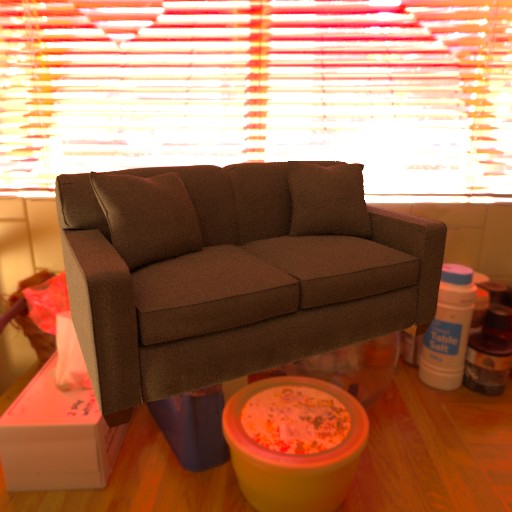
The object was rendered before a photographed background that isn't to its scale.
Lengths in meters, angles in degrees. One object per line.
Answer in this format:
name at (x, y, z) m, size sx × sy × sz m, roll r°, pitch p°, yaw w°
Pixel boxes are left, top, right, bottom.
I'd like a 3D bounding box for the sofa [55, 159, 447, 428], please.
sofa at (0.000, 0.000, 2.384) m, size 1.846 × 0.958 × 1.000 m, roll -9°, pitch 19°, yaw -27°
